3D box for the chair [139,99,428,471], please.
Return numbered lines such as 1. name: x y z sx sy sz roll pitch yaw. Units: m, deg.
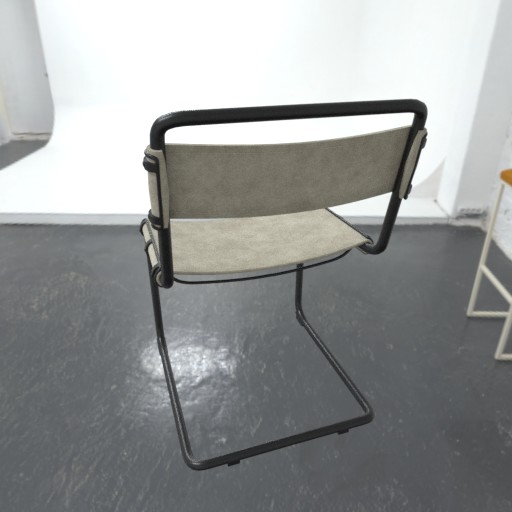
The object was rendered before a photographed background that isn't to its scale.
1. chair: 0.000 0.000 1.042 0.499 0.747 0.497 -9 28 -16
